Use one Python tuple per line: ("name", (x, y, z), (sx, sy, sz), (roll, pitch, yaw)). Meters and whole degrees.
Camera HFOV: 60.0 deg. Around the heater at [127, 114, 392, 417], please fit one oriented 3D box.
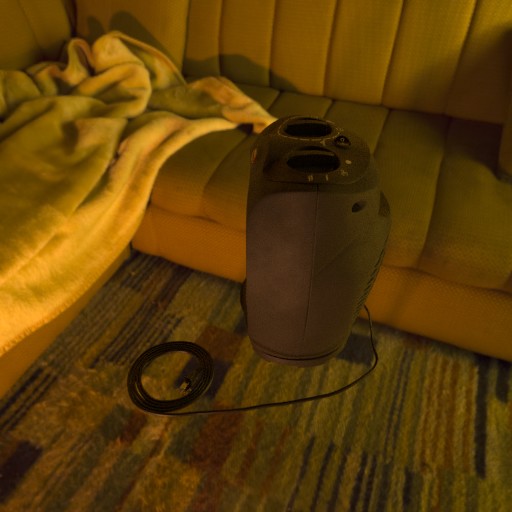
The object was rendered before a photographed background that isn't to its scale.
("heater", (0.000, 0.000, 0.476), (0.291, 0.255, 0.239), (1, 42, 1))
